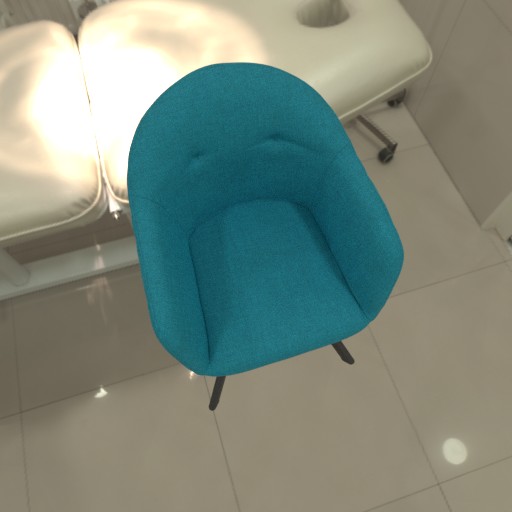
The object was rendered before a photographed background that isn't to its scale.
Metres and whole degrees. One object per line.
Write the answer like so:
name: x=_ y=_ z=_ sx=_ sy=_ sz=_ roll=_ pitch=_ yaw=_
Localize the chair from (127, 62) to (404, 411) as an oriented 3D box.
chair: x=0.000 y=0.000 z=1.160 sx=0.545 sy=0.775 sz=0.565 roll=-16 pitch=65 yaw=-8
